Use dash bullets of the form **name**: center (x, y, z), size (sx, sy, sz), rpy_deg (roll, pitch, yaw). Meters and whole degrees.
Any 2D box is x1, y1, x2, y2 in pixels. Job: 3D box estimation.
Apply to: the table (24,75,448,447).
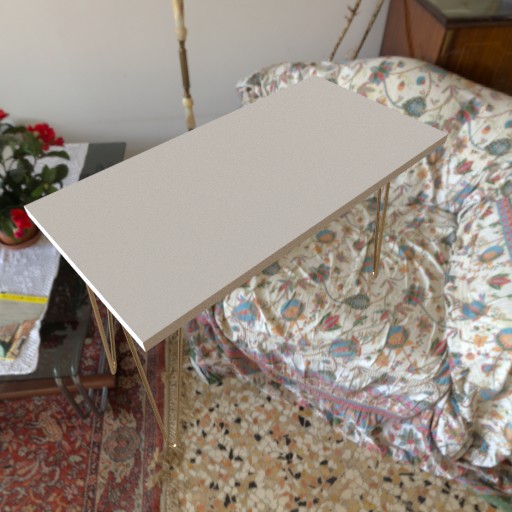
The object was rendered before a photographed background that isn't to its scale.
- **table**: center (0.000, 0.000, 1.359), size (0.991, 0.660, 0.498), rpy_deg (-34, 55, -28)
